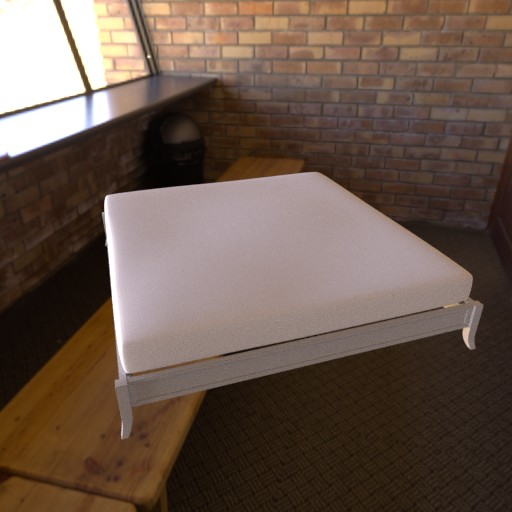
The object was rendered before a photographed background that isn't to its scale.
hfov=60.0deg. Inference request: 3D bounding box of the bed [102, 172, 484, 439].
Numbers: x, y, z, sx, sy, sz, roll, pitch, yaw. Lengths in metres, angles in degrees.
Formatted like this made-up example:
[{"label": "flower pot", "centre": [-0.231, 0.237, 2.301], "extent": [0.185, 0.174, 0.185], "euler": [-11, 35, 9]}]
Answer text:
[{"label": "bed", "centre": [0.000, 0.000, 3.079], "extent": [2.007, 0.510, 2.108], "euler": [-9, 29, -16]}]
